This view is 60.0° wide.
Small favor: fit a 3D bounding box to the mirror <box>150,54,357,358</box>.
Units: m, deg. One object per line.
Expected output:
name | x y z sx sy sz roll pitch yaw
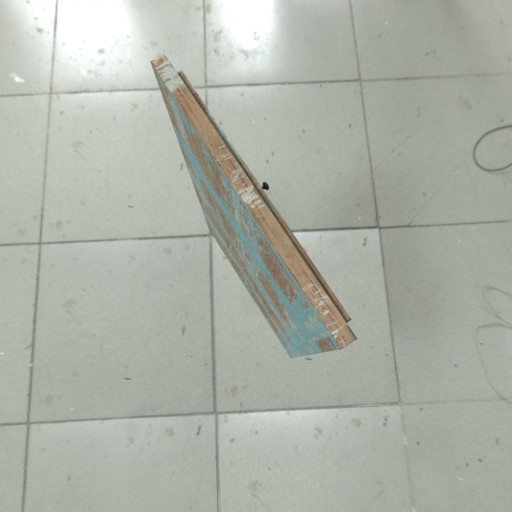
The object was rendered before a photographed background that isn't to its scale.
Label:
mirror | 0.000 0.000 1.463 0.083 1.213 0.707 -32 78 -7
